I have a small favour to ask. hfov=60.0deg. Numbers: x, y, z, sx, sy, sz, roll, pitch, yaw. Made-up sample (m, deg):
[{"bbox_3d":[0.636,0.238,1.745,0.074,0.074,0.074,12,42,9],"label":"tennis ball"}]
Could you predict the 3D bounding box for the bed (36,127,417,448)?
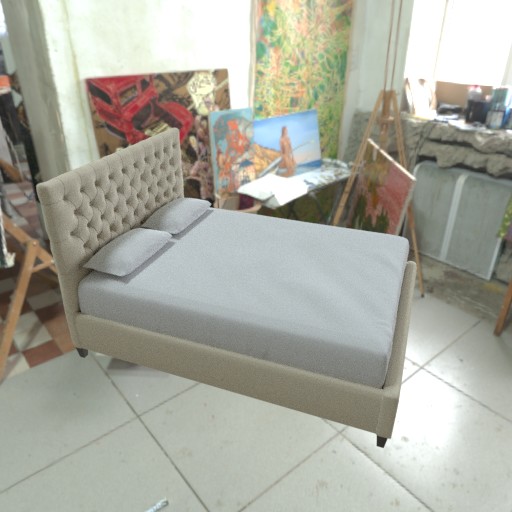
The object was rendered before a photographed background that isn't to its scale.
[{"bbox_3d":[0.000,0.000,3.431,2.387,1.427,1.698,11,31,18],"label":"bed"}]
